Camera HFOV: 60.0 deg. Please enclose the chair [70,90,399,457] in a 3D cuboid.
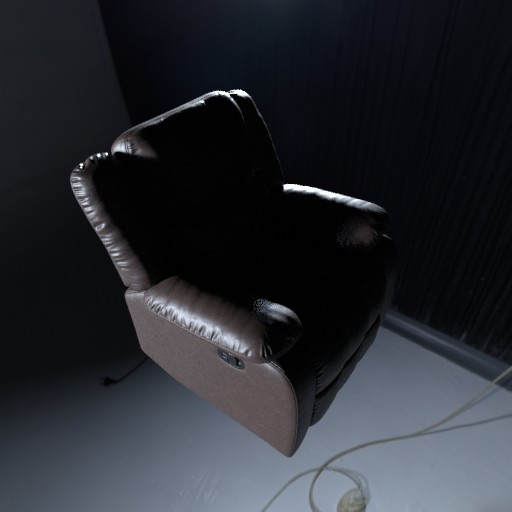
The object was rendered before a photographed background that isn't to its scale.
[{"bbox_3d":[0.000,0.000,1.700,0.934,1.009,0.899,25,46,27],"label":"chair"}]
